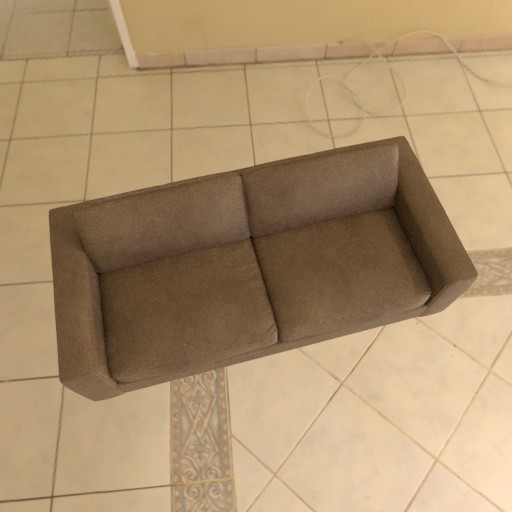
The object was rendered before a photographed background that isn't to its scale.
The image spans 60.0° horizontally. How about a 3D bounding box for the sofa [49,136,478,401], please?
[{"bbox_3d":[0.000,0.000,2.647,2.262,0.801,1.070,-13,64,-7],"label":"sofa"}]
